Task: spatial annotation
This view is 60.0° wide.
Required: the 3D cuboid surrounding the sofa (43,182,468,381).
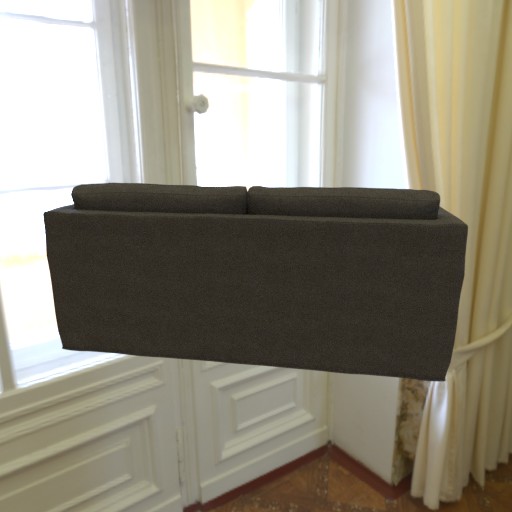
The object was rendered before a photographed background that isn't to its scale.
[{"bbox_3d":[0.000,0.000,2.497,1.982,0.855,0.953,3,15,9],"label":"sofa"}]
